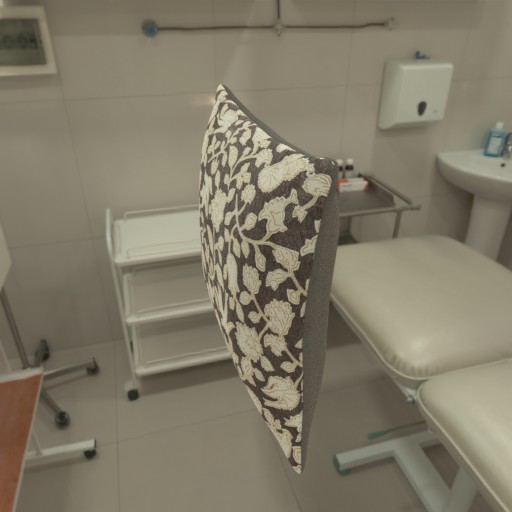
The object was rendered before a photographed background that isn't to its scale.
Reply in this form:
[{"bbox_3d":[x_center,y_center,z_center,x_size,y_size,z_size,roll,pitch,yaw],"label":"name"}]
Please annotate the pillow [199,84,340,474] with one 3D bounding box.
[{"bbox_3d":[0.000,0.000,0.793,0.166,0.507,0.526,-9,31,-14],"label":"pillow"}]
